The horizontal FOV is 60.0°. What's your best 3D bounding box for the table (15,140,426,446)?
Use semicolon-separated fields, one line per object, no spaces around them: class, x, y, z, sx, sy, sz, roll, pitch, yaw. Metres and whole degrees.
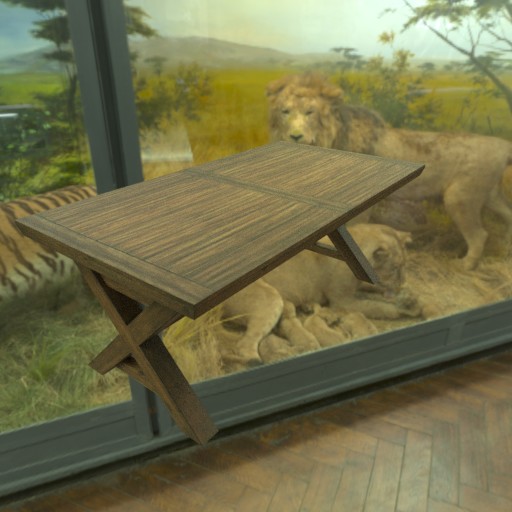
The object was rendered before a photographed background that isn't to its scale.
table;0.000;0.000;2.460;1.071;0.793;1.966;19;33;33
